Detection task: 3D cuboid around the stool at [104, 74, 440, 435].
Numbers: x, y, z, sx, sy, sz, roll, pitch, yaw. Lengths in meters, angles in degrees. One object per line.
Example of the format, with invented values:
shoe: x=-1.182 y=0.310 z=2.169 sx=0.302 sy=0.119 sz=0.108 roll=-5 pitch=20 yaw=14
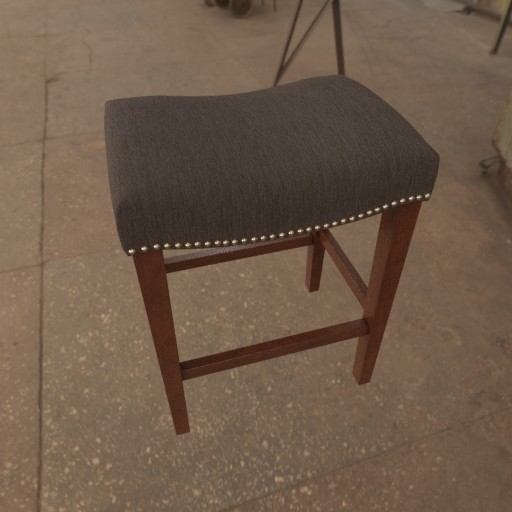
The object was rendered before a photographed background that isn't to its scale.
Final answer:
stool: x=0.000 y=0.000 z=0.957 sx=0.504 sy=0.654 sz=0.372 roll=-11 pitch=43 yaw=-12
